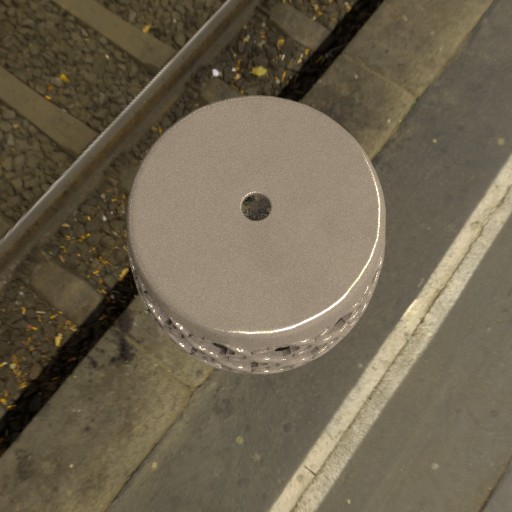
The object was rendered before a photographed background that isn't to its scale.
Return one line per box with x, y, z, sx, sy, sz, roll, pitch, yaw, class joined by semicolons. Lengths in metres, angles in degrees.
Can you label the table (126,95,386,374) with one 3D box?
0.000;0.000;0.628;0.325;0.388;0.325;0;75;0;table
